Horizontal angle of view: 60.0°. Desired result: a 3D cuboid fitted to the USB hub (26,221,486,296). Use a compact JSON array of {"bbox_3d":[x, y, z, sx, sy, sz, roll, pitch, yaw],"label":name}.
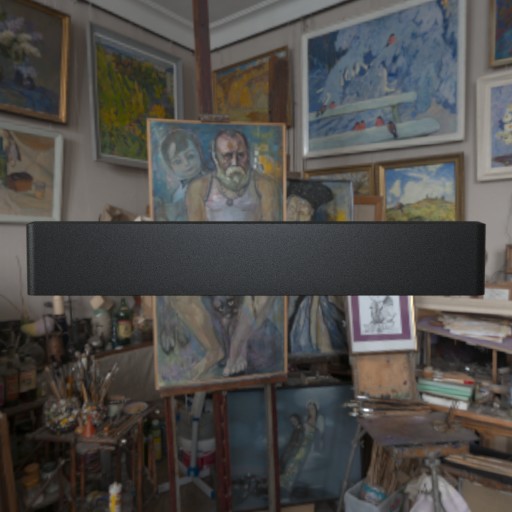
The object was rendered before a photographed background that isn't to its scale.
[{"bbox_3d":[0.000,0.000,0.158,0.145,0.023,0.044,0,2,0],"label":"USB hub"}]
